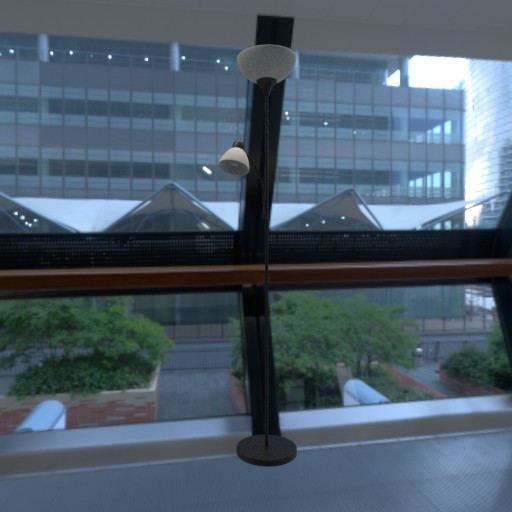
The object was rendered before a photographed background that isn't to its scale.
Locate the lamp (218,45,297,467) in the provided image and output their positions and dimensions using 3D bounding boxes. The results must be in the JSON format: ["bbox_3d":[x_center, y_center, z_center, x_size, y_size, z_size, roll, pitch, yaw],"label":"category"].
[{"bbox_3d":[0.000,0.000,1.958,0.279,1.804,0.442,0,0,35],"label":"lamp"}]
